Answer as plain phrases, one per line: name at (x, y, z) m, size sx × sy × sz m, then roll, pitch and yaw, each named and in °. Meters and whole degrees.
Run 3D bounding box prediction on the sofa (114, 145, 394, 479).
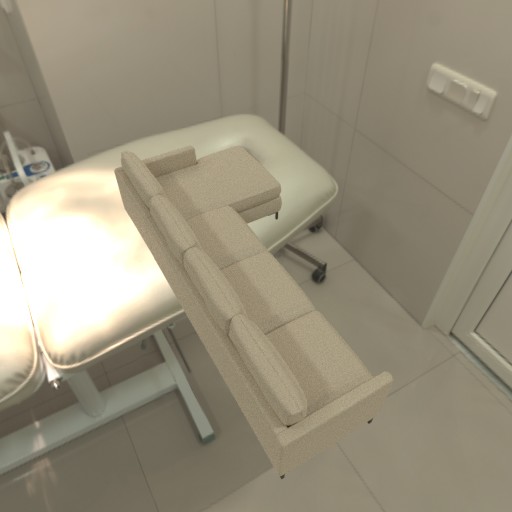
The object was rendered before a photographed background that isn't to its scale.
sofa at (0.000, 0.000, 3.313) m, size 1.258 × 0.755 × 2.731 m, roll -23°, pitch 51°, yaw -20°
